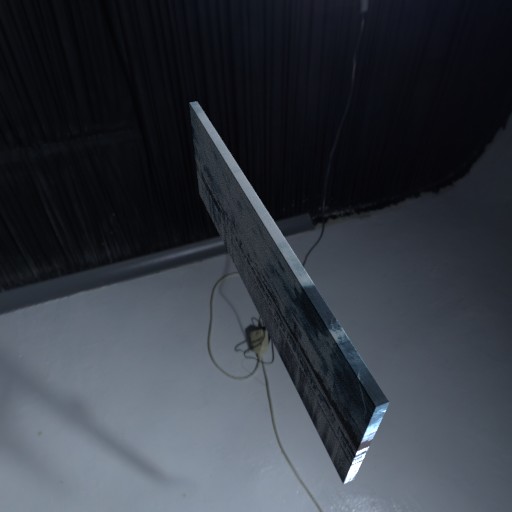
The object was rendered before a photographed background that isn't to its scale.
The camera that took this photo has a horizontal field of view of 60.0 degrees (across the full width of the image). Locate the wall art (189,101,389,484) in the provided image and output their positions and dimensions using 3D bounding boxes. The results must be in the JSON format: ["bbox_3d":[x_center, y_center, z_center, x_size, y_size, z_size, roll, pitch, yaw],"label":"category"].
[{"bbox_3d":[0.000,0.000,1.655,0.037,0.509,1.524,-16,48,-15],"label":"wall art"}]
